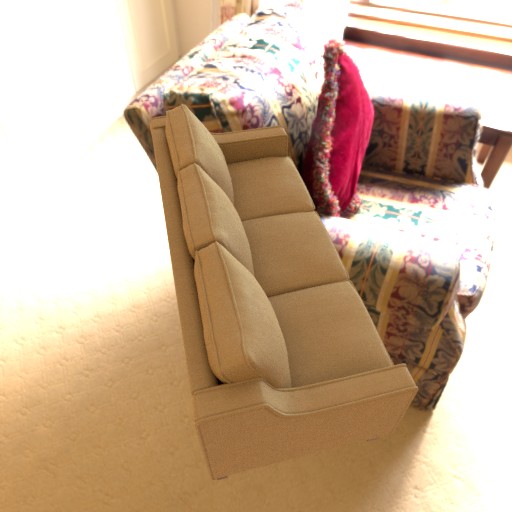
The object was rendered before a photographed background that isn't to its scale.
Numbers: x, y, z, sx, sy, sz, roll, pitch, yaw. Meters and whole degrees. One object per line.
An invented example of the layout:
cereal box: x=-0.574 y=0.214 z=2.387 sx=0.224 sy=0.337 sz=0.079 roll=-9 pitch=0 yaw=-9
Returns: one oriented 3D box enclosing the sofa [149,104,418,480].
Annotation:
sofa: x=0.000 y=0.000 z=2.468 sx=0.911 sy=0.974 sz=1.986 roll=-10 pitch=49 yaw=-9
